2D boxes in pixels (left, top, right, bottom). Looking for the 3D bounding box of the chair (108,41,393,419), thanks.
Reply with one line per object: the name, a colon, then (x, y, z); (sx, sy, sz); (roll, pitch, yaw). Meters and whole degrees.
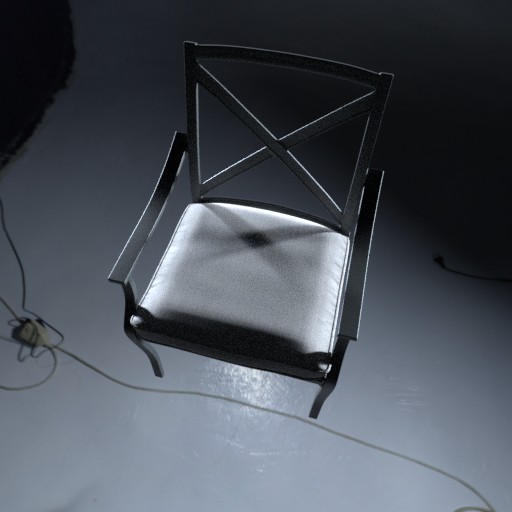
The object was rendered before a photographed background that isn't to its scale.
chair: (0.000, 0.000, 1.251); (0.575, 0.889, 0.620); (13, 59, 8)
